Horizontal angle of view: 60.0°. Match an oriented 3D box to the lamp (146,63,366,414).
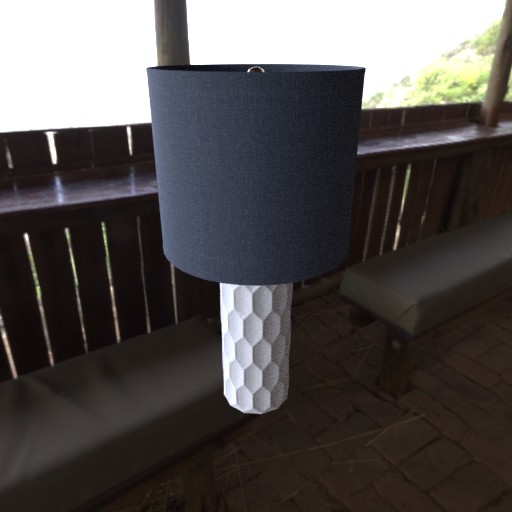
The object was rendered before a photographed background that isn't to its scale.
[{"bbox_3d":[0.000,0.000,0.683,0.277,0.537,0.277,17,30,31],"label":"lamp"}]
